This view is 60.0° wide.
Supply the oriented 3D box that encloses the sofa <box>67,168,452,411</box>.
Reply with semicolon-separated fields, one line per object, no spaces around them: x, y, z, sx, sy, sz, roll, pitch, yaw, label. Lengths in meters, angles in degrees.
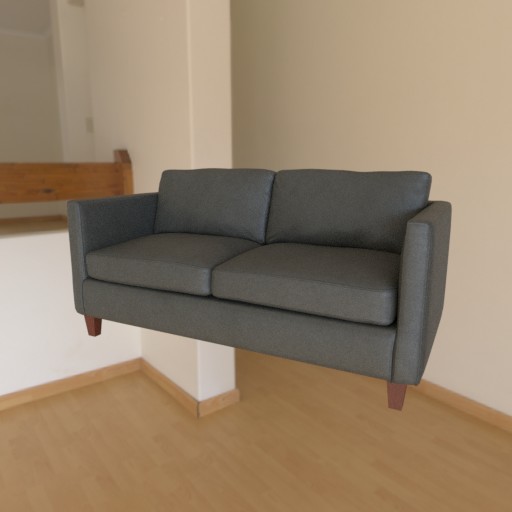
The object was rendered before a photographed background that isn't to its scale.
0.000;0.000;2.422;1.883;0.933;0.951;6;13;27;sofa
